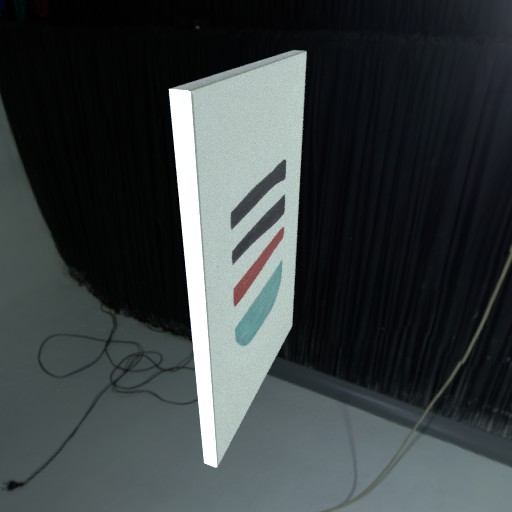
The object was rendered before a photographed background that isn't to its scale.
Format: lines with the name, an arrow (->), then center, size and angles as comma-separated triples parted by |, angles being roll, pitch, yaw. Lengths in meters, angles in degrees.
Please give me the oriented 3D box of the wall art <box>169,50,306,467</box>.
wall art -> 0.000, 0.000, 1.144 | 0.038, 0.912, 0.607 | 12, 32, 19
